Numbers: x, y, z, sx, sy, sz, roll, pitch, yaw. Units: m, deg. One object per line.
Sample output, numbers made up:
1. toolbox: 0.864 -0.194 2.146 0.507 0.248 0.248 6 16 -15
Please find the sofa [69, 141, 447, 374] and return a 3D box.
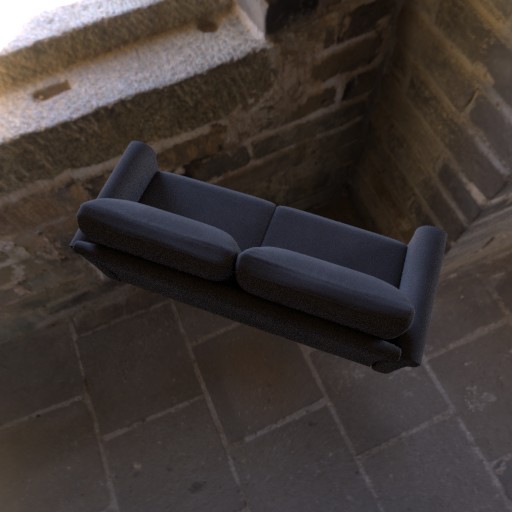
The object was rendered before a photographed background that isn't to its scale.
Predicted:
1. sofa: 0.000 0.000 2.506 1.935 0.942 0.842 18 64 9
